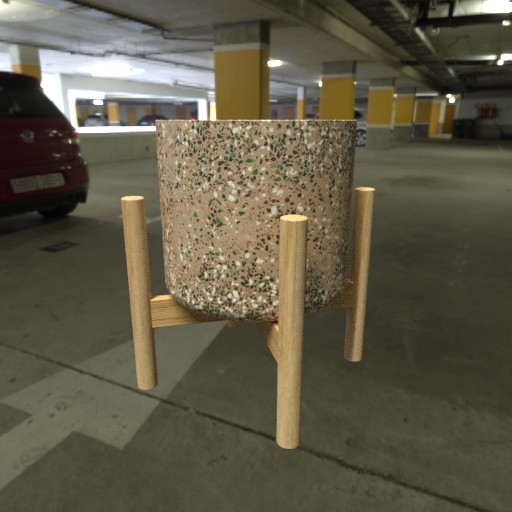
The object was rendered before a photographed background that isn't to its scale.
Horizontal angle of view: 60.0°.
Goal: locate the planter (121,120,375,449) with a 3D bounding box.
[{"bbox_3d":[0.000,0.000,0.546,0.284,0.320,0.284,3,17,8],"label":"planter"}]
